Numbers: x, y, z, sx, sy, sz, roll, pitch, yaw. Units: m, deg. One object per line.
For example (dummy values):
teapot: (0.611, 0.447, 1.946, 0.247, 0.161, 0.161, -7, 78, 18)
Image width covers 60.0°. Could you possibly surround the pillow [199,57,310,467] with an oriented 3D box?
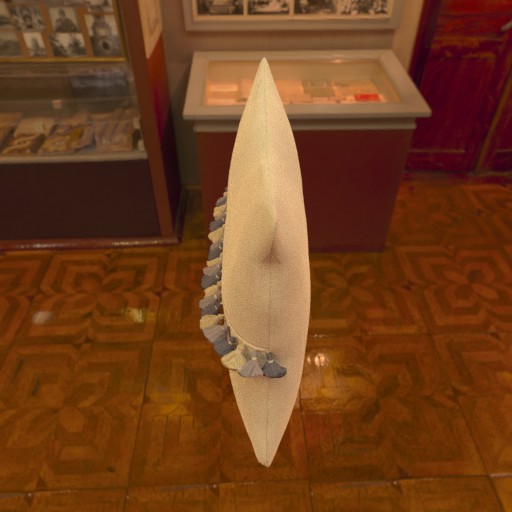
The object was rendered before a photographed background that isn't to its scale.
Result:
pillow: (0.000, 0.000, 0.726, 0.165, 0.481, 0.489, 0, 41, 0)
